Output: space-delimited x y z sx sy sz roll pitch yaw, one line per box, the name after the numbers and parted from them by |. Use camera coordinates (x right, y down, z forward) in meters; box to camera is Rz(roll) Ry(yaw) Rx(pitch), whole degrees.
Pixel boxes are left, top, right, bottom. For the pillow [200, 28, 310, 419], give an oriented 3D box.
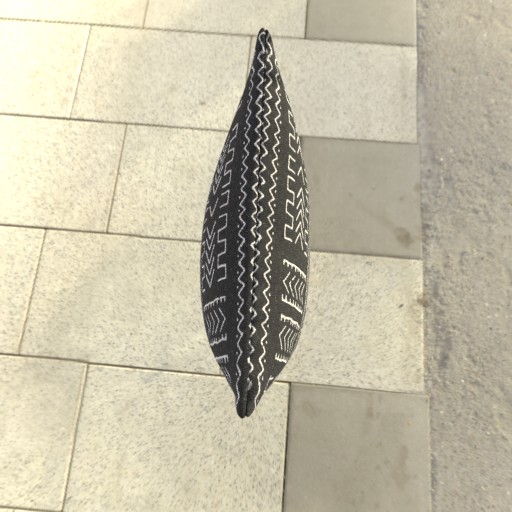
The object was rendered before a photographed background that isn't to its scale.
0.000 0.000 0.661 0.164 0.430 0.438 3 74 1 | pillow
